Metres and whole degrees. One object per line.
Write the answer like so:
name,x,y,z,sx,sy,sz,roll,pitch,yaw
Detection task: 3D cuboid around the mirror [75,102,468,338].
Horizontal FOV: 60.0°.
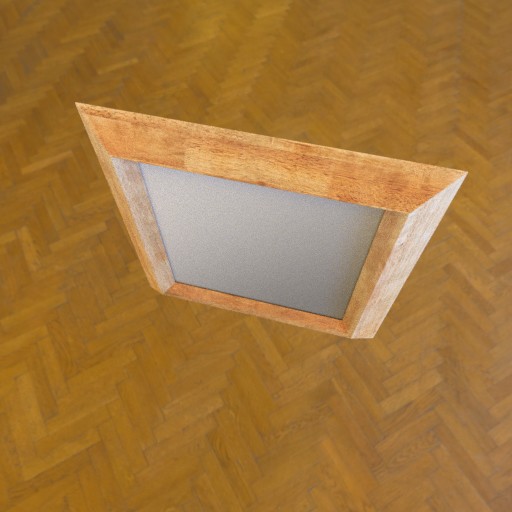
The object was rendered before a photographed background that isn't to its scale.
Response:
mirror,0.000,0.000,0.975,0.651,0.651,0.047,12,58,8
